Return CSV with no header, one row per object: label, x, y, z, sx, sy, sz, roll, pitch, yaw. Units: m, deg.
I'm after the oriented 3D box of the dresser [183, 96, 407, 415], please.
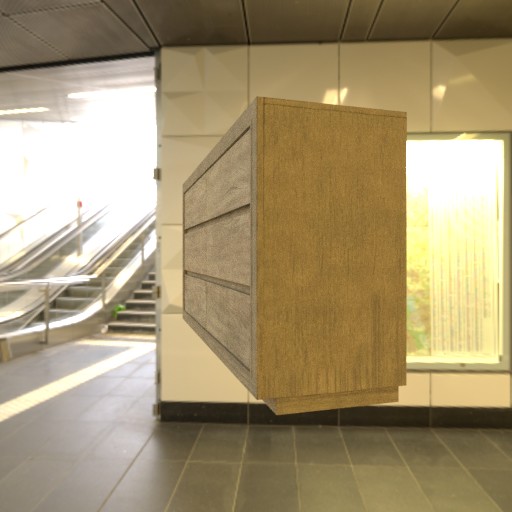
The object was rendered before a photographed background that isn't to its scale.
dresser,0.000,0.000,2.073,0.483,0.889,1.628,0,0,-17
